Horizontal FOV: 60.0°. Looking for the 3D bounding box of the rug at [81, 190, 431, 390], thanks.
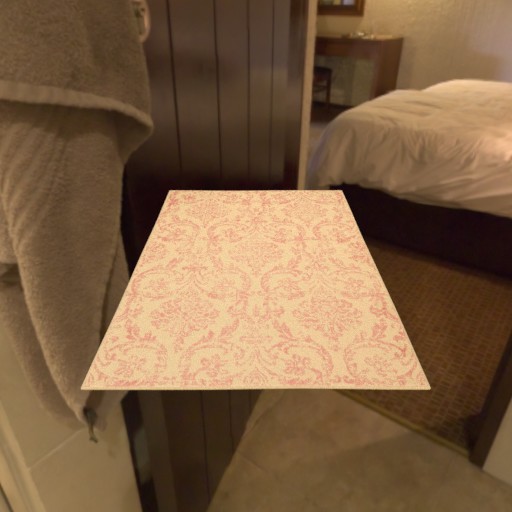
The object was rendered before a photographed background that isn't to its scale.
[{"bbox_3d":[0.000,0.000,3.482,1.819,0.018,2.746,0,30,0],"label":"rug"}]
